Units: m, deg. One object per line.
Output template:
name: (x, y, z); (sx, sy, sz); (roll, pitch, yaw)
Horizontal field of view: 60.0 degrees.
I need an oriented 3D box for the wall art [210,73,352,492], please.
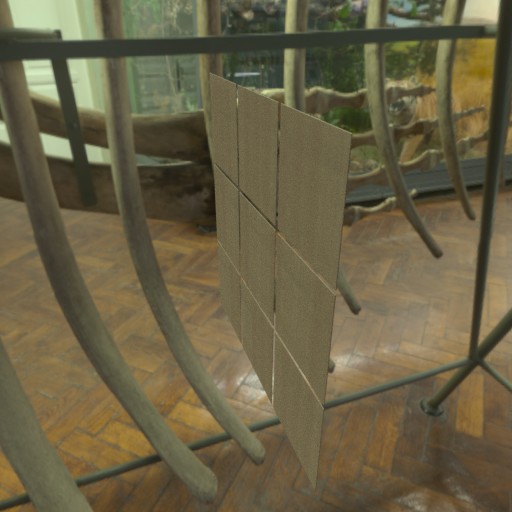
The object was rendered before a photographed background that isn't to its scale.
wall art: (0.000, 0.000, 2.153); (0.002, 1.505, 1.517); (-10, 30, -17)
